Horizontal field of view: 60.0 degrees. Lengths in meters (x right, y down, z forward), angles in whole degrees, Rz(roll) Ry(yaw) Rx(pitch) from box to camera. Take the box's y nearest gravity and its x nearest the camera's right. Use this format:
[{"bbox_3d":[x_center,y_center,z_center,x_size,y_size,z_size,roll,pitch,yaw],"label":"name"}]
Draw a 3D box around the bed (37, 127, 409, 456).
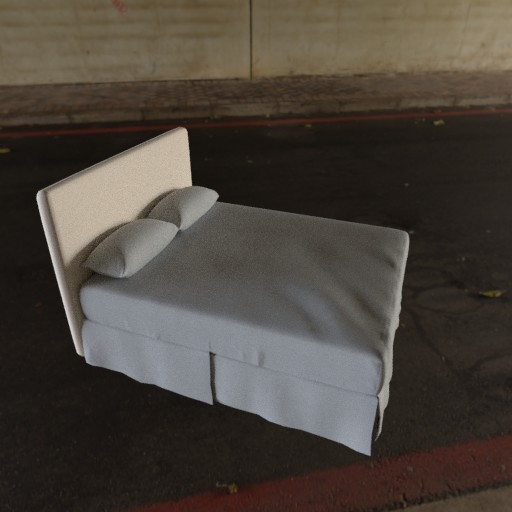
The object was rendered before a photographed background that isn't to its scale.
[{"bbox_3d":[0.000,0.000,3.225,2.142,1.330,1.748,11,31,18],"label":"bed"}]
